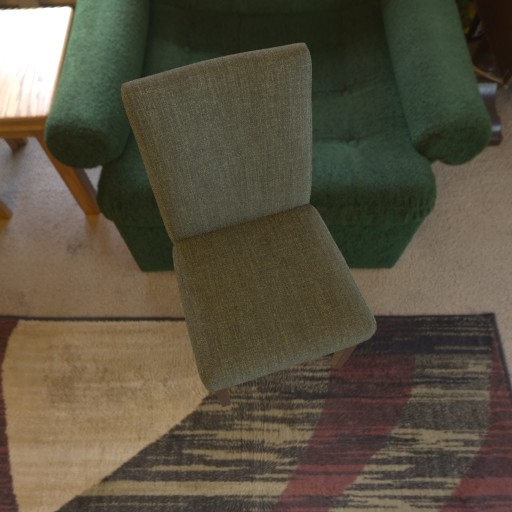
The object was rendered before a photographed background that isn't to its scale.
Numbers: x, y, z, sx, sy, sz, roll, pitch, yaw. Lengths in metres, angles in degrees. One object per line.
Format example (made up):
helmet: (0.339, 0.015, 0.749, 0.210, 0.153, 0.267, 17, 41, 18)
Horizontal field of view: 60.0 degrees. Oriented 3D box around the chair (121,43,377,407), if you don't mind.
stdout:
chair: (0.000, 0.000, 1.266, 0.487, 0.884, 0.629, -16, 65, -8)
